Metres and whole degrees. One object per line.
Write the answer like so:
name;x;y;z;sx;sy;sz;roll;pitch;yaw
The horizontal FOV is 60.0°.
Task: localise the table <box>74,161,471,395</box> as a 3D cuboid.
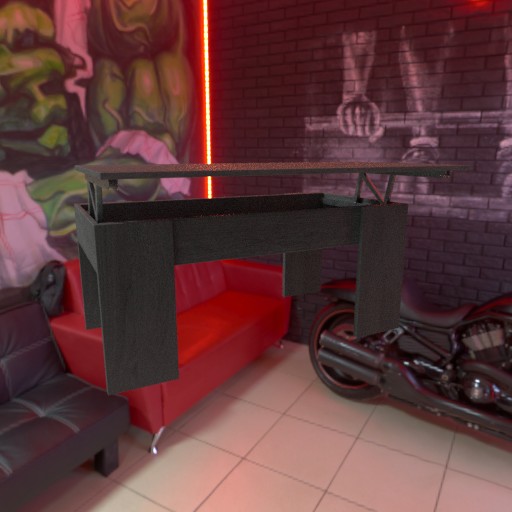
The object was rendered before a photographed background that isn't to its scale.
table;0.000;0.000;1.406;1.000;0.570;0.711;-7;15;-26
